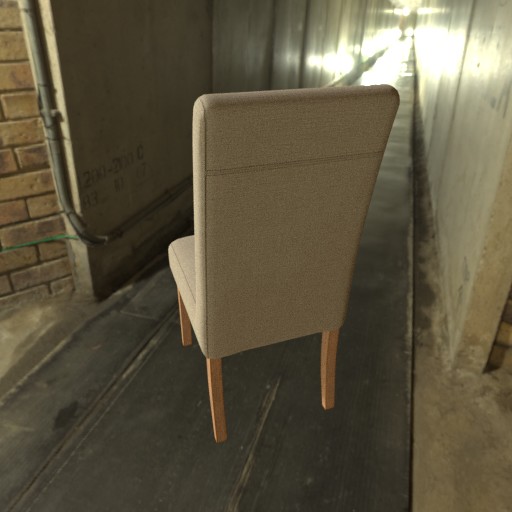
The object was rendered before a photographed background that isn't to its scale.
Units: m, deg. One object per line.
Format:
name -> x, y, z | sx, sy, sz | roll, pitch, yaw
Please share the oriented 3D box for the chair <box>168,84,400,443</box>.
chair -> 0.000, 0.000, 1.347 | 0.450, 1.033, 0.611 | -10, 31, -18
